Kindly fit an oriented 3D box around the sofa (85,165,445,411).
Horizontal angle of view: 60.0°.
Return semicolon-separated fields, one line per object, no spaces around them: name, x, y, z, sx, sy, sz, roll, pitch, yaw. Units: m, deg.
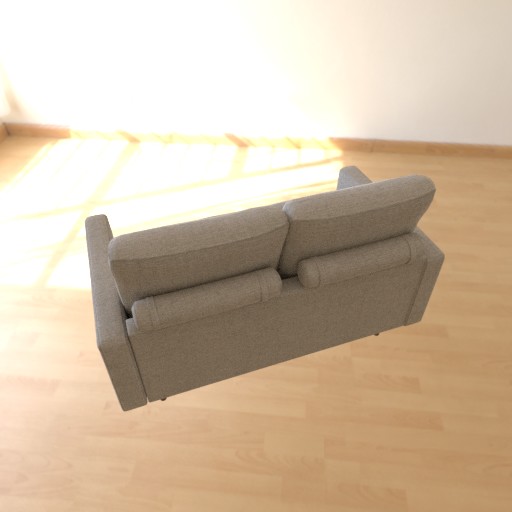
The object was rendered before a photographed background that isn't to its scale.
sofa;0.000;0.000;2.009;1.407;0.907;0.842;-13;43;-14
